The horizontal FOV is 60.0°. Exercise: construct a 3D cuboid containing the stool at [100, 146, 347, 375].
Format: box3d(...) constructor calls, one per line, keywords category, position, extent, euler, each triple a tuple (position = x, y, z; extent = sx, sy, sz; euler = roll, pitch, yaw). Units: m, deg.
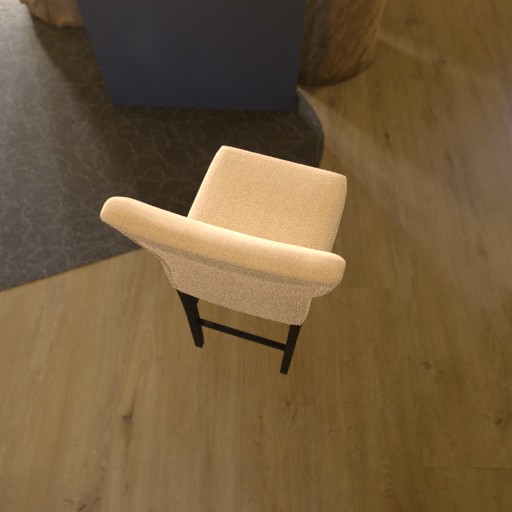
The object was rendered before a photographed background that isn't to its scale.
box3d(category="stool", position=(0.000, 0.000, 1.483), extent=(0.516, 1.124, 0.603), euler=(16, 64, 8))
